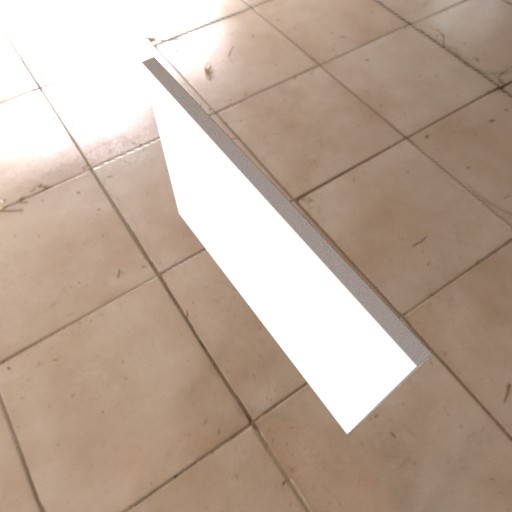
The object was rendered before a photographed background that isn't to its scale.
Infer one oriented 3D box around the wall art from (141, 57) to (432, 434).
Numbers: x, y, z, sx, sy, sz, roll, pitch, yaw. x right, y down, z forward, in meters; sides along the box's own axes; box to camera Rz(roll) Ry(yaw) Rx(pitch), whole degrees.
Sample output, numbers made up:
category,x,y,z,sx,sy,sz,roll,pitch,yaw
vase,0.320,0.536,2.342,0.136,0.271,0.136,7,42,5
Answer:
category,x,y,z,sx,sy,sz,roll,pitch,yaw
wall art,0.000,0.000,1.125,0.038,0.601,0.898,-31,64,-17
